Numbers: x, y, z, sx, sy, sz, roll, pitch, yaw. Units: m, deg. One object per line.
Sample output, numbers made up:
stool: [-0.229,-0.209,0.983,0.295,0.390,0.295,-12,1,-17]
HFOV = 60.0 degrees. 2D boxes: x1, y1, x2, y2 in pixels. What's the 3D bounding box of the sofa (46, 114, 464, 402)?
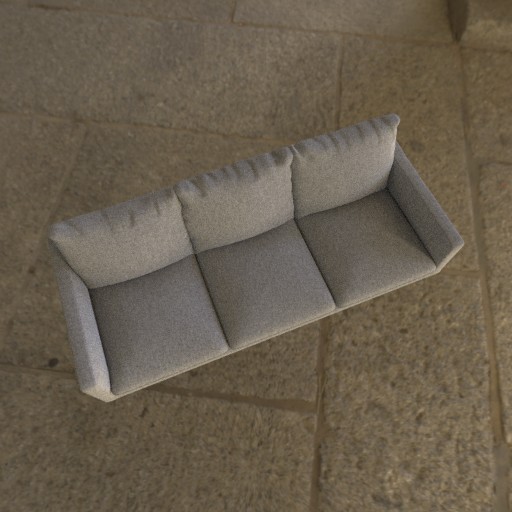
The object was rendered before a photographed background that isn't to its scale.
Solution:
sofa: [0.000,0.000,2.415,2.000,0.830,0.850,-20,66,-9]
